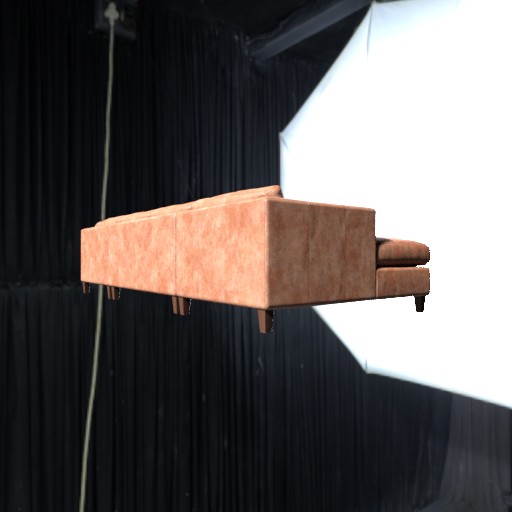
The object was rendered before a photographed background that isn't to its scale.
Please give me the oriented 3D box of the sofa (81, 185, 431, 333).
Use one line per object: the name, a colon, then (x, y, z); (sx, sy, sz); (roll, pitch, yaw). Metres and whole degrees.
sofa: (0.000, 0.000, 4.395); (2.430, 0.832, 3.401); (0, 0, -37)
